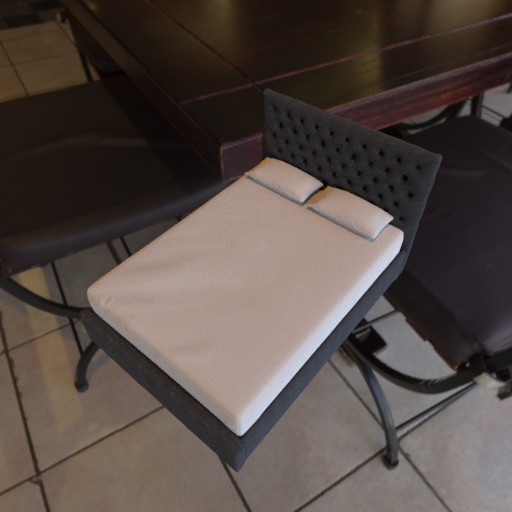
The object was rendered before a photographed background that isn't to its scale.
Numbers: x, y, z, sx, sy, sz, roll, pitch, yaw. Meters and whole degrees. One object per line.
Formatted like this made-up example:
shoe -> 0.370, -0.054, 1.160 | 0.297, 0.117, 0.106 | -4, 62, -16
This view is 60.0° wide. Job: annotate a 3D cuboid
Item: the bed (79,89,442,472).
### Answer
bed -> 0.000, 0.000, 3.546 | 1.698, 1.427, 2.387 | 31, 54, 26
